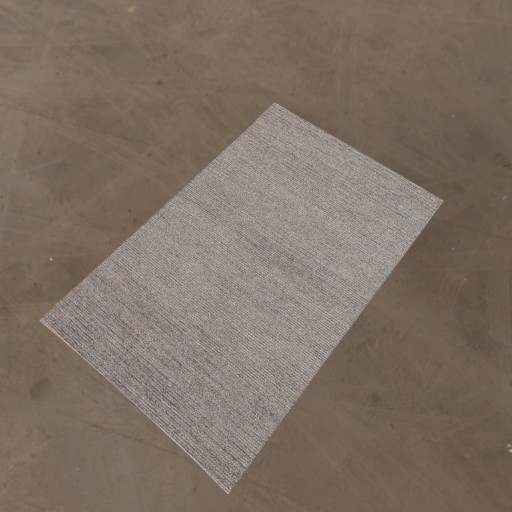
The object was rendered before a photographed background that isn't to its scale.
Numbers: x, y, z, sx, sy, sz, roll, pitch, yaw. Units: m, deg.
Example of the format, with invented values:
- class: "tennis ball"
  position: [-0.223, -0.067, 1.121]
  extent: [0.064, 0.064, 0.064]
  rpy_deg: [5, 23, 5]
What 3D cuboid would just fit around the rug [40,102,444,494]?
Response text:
- class: "rug"
  position: [0.000, 0.000, 2.234]
  extent: [1.162, 0.022, 1.804]
  rpy_deg: [36, 68, 17]
